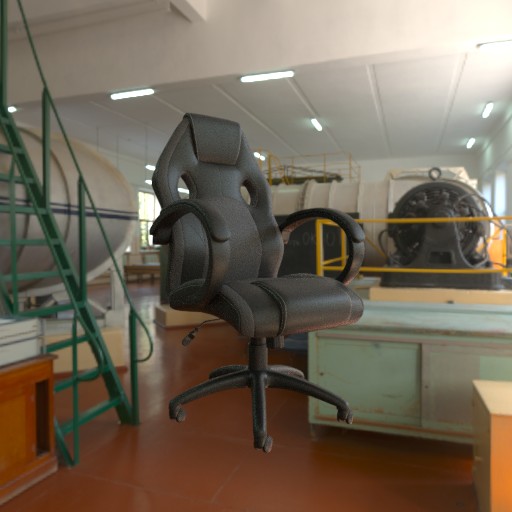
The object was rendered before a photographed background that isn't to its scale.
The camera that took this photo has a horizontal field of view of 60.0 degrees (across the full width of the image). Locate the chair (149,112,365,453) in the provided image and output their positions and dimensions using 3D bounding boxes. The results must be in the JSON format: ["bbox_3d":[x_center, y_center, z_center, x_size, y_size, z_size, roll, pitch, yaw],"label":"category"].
[{"bbox_3d":[0.000,0.000,1.674,0.673,1.187,0.724,-1,2,-36],"label":"chair"}]
